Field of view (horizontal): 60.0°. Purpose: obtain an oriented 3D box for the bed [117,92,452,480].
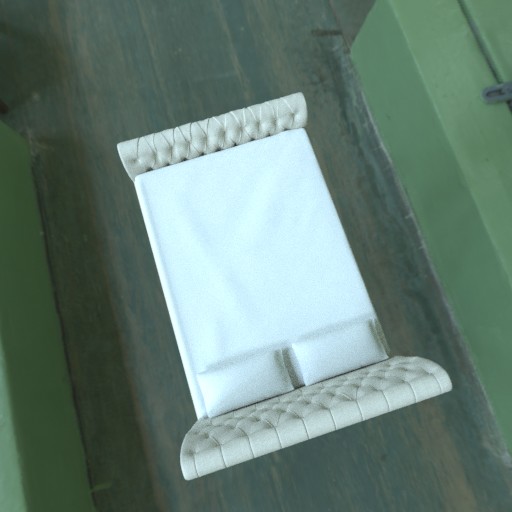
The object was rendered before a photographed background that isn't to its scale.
[{"bbox_3d":[0.000,0.000,3.365,1.606,1.268,2.493,-17,77,-4],"label":"bed"}]
